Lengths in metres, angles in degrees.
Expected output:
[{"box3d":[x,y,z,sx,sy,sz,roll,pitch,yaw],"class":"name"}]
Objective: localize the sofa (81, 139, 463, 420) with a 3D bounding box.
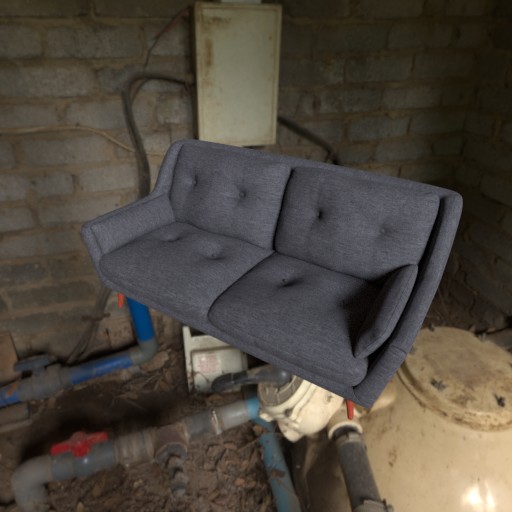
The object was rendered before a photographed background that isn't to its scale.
[{"box3d":[0.000,0.000,2.468,1.929,0.896,0.975,18,34,29],"class":"sofa"}]
